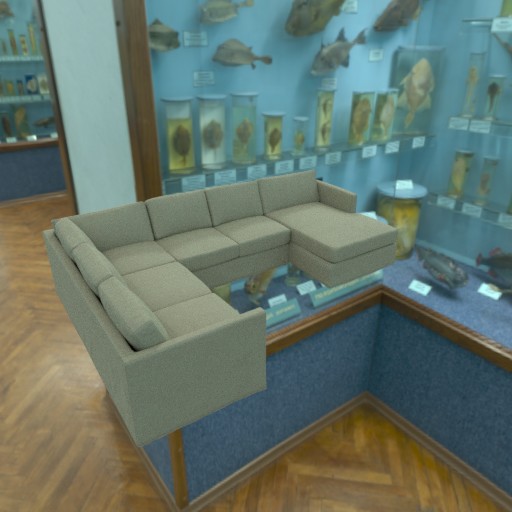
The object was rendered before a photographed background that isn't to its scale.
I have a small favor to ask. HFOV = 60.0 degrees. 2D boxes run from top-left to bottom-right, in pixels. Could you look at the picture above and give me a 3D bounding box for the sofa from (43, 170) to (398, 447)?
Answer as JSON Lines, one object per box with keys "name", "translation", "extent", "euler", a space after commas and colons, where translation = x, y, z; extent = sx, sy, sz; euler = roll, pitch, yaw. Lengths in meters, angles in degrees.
{"name": "sofa", "translation": [0.000, 0.000, 4.429], "extent": [3.460, 0.882, 2.427], "euler": [-16, 30, -30]}
